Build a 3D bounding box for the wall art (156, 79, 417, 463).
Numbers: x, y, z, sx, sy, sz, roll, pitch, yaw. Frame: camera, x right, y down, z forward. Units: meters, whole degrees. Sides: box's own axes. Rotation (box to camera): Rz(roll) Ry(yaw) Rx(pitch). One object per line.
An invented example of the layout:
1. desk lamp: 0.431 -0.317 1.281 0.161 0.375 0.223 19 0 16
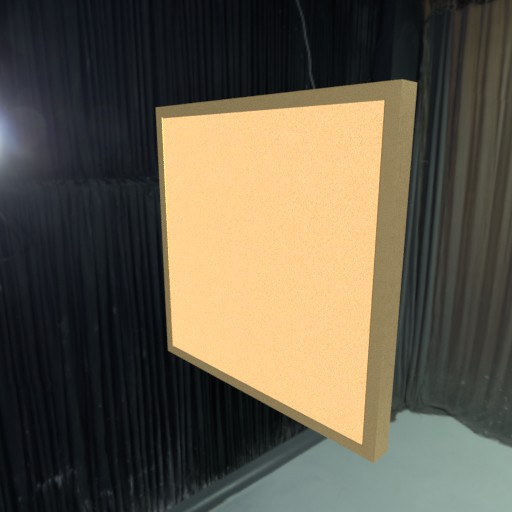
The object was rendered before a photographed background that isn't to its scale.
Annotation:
1. wall art: 0.000 0.000 1.901 1.284 1.284 0.095 13 19 43
